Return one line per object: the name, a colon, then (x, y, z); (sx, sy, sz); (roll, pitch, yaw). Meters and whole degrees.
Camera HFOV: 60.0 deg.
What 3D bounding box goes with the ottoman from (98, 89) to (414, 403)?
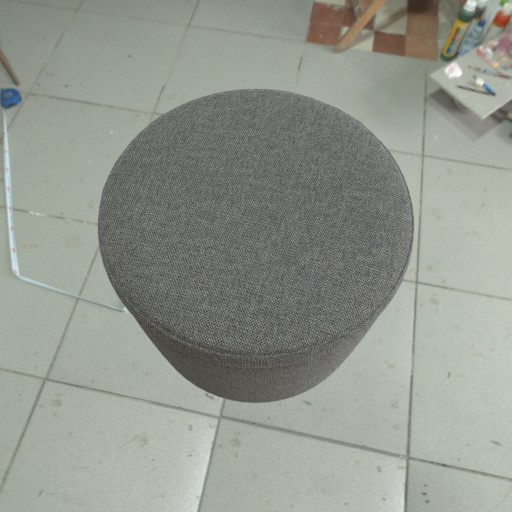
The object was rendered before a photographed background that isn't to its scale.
ottoman: (0.000, 0.000, 0.893); (0.520, 0.430, 0.520); (0, 64, 0)
